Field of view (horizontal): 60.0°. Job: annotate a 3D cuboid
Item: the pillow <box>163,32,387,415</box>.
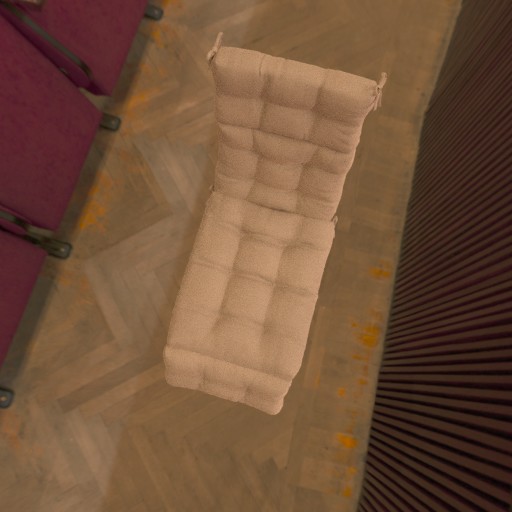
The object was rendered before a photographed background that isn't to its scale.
[{"bbox_3d":[0.000,0.000,1.515,0.526,0.863,1.016,15,75,4],"label":"pillow"}]
